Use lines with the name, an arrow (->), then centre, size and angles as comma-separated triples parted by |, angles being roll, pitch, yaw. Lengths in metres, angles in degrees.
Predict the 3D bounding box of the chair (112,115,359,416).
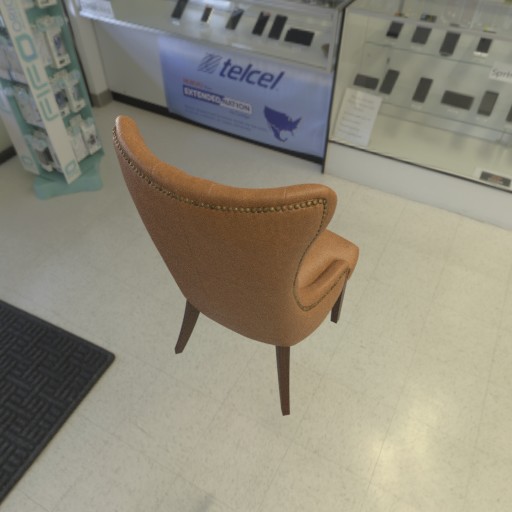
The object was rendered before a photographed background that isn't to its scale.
chair -> 0.000, 0.000, 1.504 | 0.611, 1.065, 0.669 | 24, 51, 21
